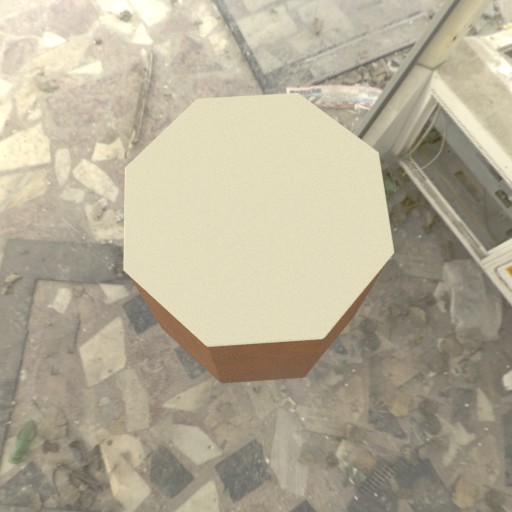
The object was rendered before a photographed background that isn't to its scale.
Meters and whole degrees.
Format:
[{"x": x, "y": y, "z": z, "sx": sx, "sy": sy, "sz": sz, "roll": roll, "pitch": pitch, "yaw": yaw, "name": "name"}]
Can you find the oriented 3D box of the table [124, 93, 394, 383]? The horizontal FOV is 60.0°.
[{"x": 0.000, "y": 0.000, "z": 0.799, "sx": 0.439, "sy": 0.457, "sz": 0.439, "roll": -5, "pitch": 74, "yaw": -2, "name": "table"}]
